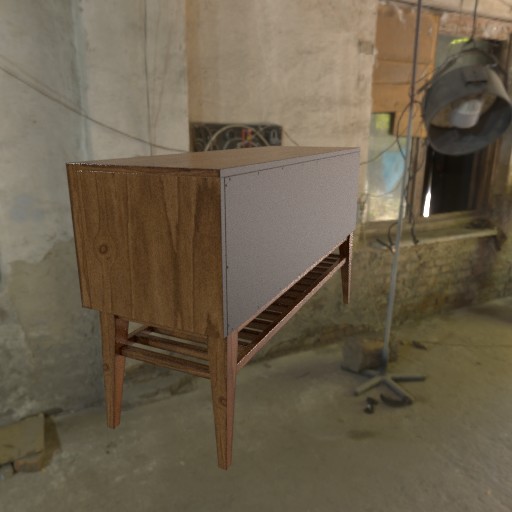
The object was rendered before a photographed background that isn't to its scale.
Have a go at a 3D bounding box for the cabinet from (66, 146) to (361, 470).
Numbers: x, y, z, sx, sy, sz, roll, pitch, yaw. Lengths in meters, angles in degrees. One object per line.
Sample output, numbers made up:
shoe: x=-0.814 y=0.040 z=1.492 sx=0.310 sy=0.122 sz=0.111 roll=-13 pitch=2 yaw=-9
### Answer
cabinet: x=0.000 y=0.000 z=1.765 sx=0.477 sy=0.802 sz=1.363 roll=7 pitch=18 yaw=24
